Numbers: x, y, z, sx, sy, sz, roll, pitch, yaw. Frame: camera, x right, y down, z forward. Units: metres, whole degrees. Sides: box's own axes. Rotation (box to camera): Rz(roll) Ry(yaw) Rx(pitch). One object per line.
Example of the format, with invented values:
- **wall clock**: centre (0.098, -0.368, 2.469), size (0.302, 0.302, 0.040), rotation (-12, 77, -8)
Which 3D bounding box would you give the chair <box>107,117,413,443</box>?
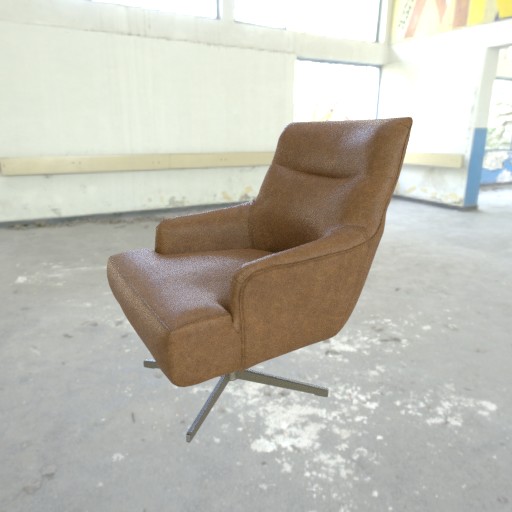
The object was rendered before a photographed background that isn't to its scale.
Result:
- **chair**: centre (0.000, 0.000, 1.461), size (0.874, 0.869, 0.729), rotation (-8, 17, -27)
